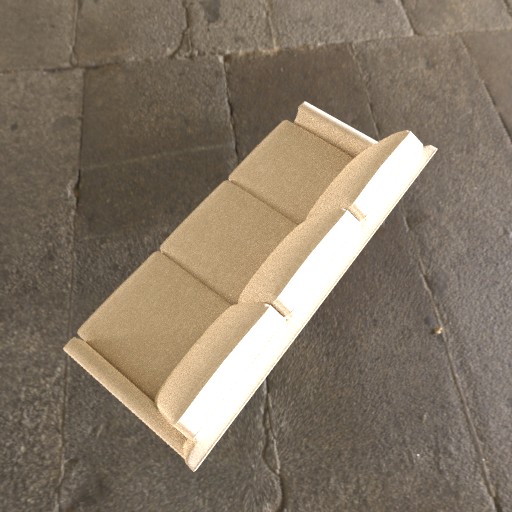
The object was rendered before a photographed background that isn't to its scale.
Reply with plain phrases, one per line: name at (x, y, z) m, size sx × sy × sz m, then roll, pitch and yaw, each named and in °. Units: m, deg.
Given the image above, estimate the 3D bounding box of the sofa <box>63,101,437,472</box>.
sofa at (0.000, 0.000, 2.709) m, size 1.041 × 0.940 × 2.210 m, roll 35°, pitch 69°, yaw 16°
